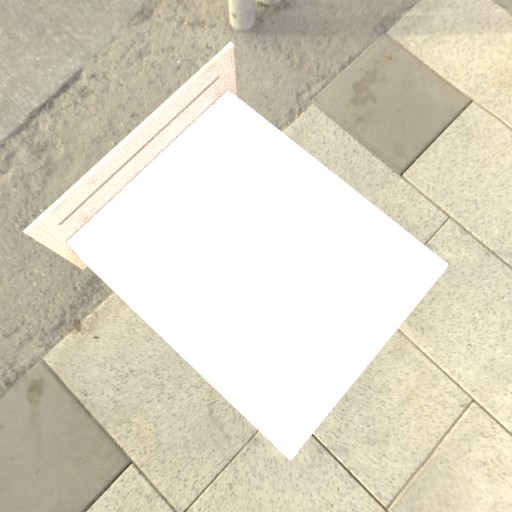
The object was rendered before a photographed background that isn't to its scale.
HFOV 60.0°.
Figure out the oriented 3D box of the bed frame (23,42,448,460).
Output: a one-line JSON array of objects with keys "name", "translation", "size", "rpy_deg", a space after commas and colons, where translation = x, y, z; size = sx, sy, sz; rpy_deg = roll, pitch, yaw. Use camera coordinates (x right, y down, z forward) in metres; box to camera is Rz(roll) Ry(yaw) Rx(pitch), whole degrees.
[{"name": "bed frame", "translation": [0.000, 0.000, 3.041], "size": [2.080, 0.900, 1.800], "rpy_deg": [41, 79, 10]}]
